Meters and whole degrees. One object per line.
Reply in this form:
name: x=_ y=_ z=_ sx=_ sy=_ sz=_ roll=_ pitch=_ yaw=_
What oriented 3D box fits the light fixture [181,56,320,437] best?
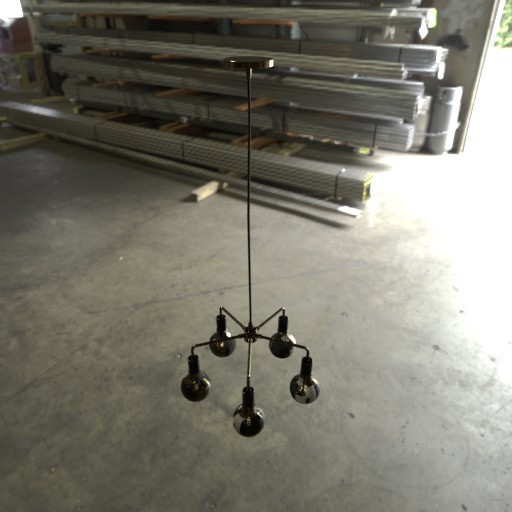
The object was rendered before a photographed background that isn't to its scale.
light fixture: x=0.000 y=0.000 z=1.211 sx=0.421 sy=0.988 sz=0.438 roll=10 pitch=31 yaw=17
